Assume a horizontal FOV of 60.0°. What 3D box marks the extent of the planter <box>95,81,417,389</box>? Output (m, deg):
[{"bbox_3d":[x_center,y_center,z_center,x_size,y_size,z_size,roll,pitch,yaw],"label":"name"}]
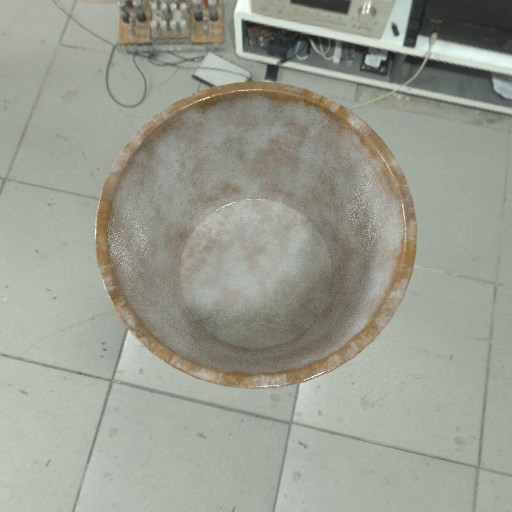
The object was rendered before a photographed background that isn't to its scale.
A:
[{"bbox_3d":[0.000,0.000,0.457,0.255,0.223,0.255,0,76,0],"label":"planter"}]
